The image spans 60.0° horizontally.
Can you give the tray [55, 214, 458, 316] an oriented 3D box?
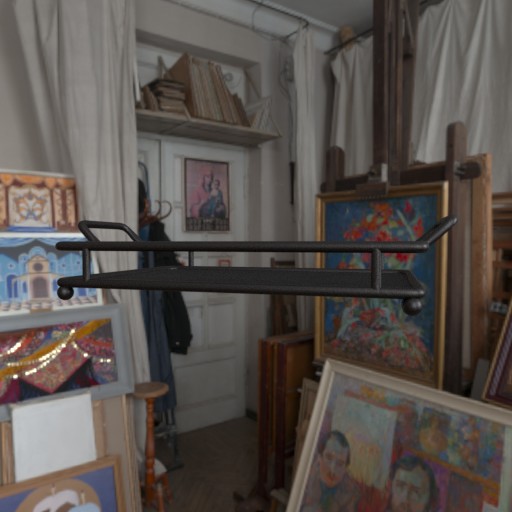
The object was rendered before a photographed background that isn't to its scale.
[{"bbox_3d":[0.000,0.000,0.608,0.495,0.101,0.297,1,2,17],"label":"tray"}]
